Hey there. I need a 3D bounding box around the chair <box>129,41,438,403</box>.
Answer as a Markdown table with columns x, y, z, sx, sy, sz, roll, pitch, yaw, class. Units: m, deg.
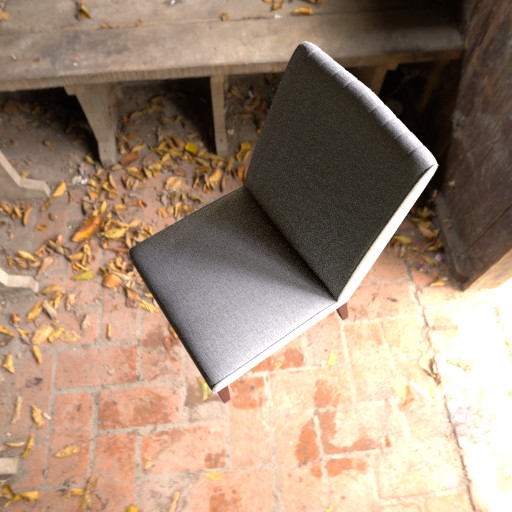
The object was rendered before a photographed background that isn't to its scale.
| x | y | z | sx | sy | sz | roll | pitch | yaw | class |
| --- | --- | --- | --- | --- | --- | --- | --- | --- | --- |
| 0.000 | 0.000 | 1.244 | 0.594 | 0.900 | 0.480 | -32 | 68 | -14 | chair |
